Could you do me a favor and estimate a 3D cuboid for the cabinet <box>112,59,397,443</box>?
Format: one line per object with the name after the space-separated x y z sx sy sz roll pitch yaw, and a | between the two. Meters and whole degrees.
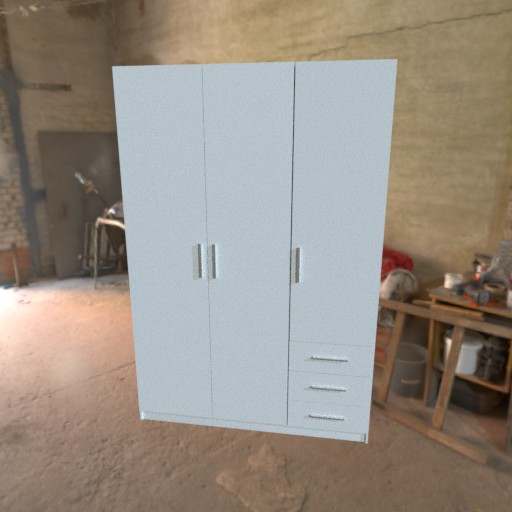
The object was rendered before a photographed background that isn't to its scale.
0.000 0.000 2.451 1.290 1.910 0.510 2 15 9 | cabinet
